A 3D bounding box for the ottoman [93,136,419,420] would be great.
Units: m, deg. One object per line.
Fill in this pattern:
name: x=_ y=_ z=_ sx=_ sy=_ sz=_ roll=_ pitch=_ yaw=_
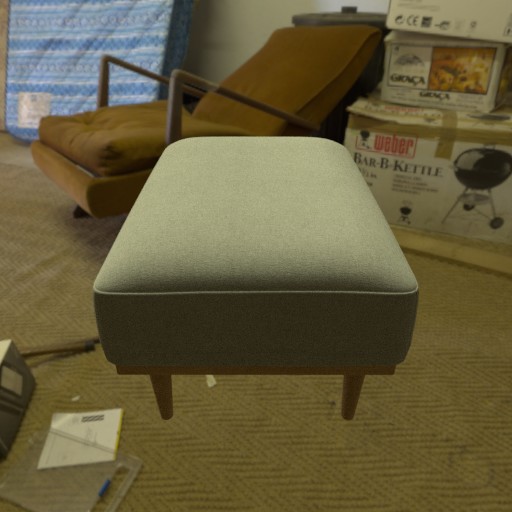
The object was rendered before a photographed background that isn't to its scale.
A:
ottoman: x=0.000 y=0.000 z=1.087 sx=0.549 sy=0.428 sz=0.749 roll=0 pitch=32 yaw=0
